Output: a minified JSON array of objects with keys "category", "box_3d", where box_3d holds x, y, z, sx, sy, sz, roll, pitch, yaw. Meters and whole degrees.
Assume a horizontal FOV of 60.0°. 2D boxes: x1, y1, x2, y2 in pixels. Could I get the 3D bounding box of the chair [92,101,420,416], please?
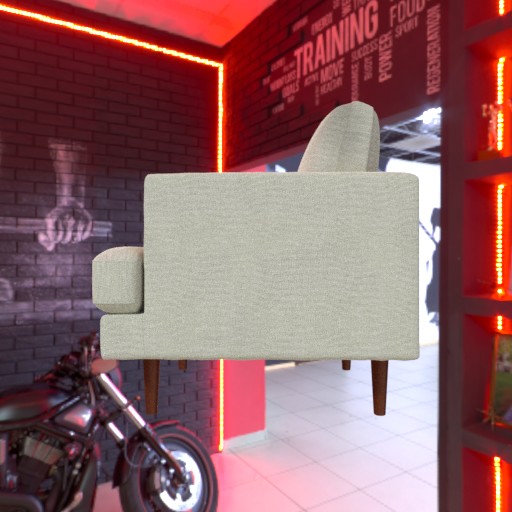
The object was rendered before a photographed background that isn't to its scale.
[{"category":"chair","box_3d":[0.000,0.000,1.604,0.899,0.957,0.858,0,0,1]}]
